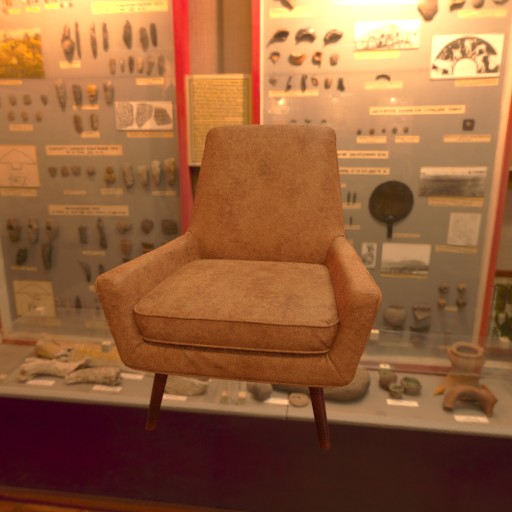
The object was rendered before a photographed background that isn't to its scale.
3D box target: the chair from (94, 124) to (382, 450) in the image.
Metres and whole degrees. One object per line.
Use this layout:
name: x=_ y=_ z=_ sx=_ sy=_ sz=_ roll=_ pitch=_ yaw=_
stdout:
chair: x=0.000 y=0.000 z=1.519 sx=0.753 sy=0.883 sz=0.851 roll=2 pitch=15 yaw=9
